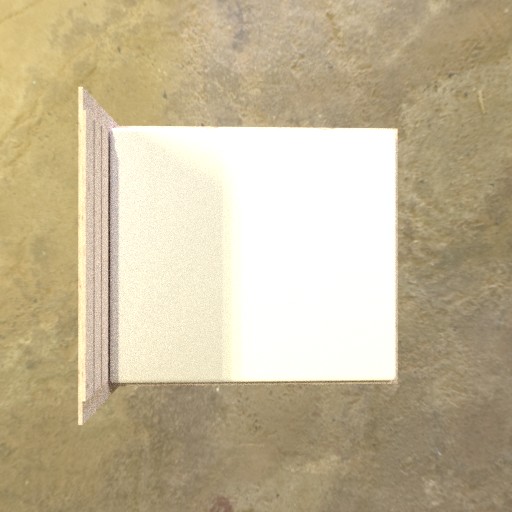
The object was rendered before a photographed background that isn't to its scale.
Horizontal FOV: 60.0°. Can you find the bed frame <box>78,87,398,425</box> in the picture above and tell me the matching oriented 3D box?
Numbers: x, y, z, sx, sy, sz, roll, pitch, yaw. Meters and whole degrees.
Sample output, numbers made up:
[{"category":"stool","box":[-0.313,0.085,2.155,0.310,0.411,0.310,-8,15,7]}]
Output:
[{"category":"bed frame","box":[0.000,0.000,3.058,2.080,0.970,1.950,0,90,-2]}]
